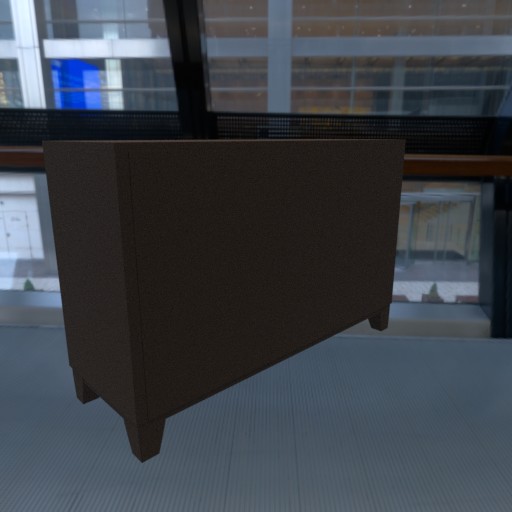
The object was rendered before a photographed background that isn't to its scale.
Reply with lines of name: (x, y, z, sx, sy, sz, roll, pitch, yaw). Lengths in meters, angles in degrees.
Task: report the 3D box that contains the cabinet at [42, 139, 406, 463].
cabinet: (0.000, 0.000, 1.807, 1.396, 0.914, 0.482, -14, 20, -42)
